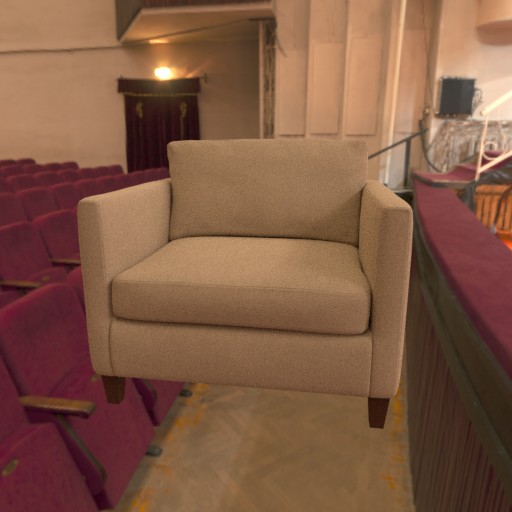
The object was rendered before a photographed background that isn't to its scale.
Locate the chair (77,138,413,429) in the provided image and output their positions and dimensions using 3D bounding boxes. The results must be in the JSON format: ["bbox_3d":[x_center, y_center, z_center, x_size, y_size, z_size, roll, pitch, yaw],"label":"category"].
[{"bbox_3d":[0.000,0.000,1.865,1.107,0.961,0.959,2,15,9],"label":"chair"}]
